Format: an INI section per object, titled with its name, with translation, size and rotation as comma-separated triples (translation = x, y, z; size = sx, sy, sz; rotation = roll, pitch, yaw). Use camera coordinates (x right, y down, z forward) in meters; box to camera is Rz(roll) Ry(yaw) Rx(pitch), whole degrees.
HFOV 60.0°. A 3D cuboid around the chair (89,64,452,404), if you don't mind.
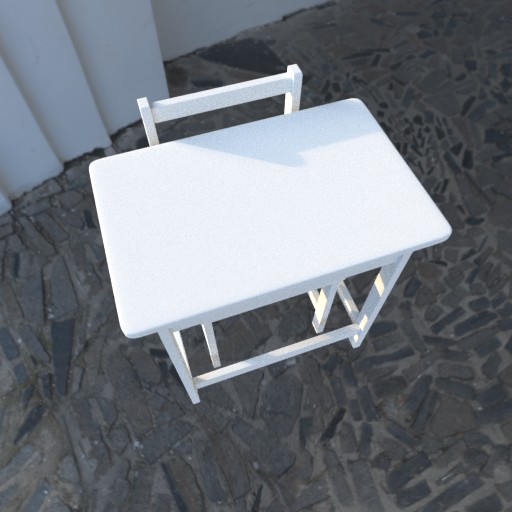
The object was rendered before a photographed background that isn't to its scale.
[chair]
translation = 0.000, 0.000, 1.084
size = 0.599, 0.673, 0.461
rotation = -17, 60, -10
